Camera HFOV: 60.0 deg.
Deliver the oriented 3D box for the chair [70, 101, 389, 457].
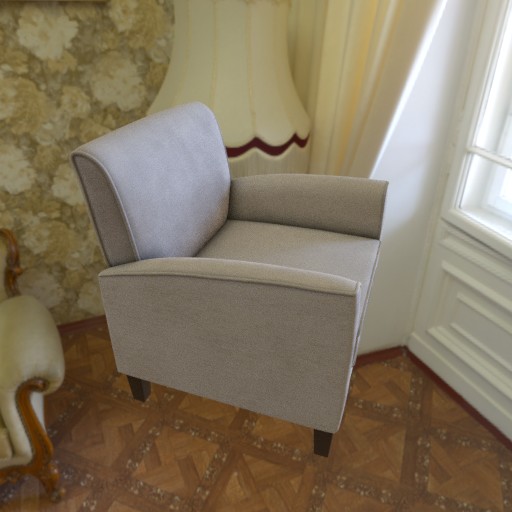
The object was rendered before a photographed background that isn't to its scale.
[{"bbox_3d":[0.000,0.000,1.579,0.821,0.915,0.820,10,31,17],"label":"chair"}]
